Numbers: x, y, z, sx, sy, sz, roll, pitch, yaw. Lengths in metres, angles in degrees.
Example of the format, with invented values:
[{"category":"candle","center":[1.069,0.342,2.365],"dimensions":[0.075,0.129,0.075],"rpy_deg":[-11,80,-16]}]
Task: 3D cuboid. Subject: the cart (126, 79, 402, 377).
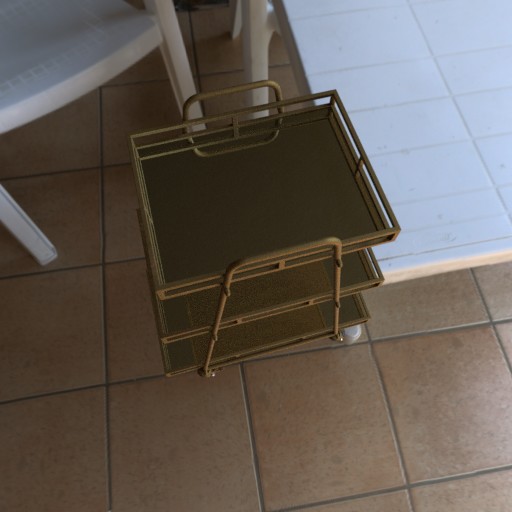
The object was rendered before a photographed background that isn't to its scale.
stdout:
[{"category":"cart","center":[0.000,0.000,1.263],"dimensions":[0.711,0.883,0.441],"rpy_deg":[-14,66,-6]}]
